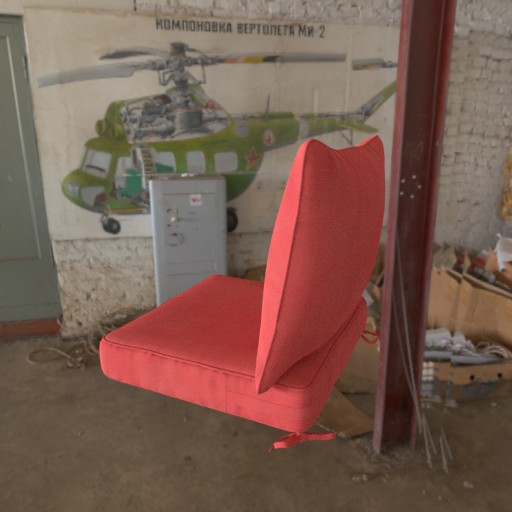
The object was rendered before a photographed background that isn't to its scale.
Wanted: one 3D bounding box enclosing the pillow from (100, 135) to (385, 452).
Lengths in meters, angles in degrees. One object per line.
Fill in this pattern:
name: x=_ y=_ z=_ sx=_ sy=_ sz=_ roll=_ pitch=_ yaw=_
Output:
pillow: x=0.000 y=0.000 z=1.380 sx=0.733 sy=0.725 sz=0.798 roll=7 pitch=18 yaw=24
